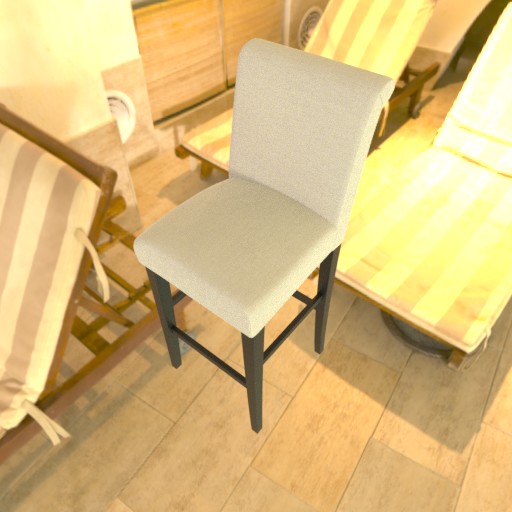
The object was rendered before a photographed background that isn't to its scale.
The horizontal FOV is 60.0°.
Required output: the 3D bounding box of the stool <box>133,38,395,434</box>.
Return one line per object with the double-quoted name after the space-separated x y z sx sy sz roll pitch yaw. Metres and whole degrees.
0.000 0.000 1.452 0.452 1.124 0.597 30 53 26 "stool"
